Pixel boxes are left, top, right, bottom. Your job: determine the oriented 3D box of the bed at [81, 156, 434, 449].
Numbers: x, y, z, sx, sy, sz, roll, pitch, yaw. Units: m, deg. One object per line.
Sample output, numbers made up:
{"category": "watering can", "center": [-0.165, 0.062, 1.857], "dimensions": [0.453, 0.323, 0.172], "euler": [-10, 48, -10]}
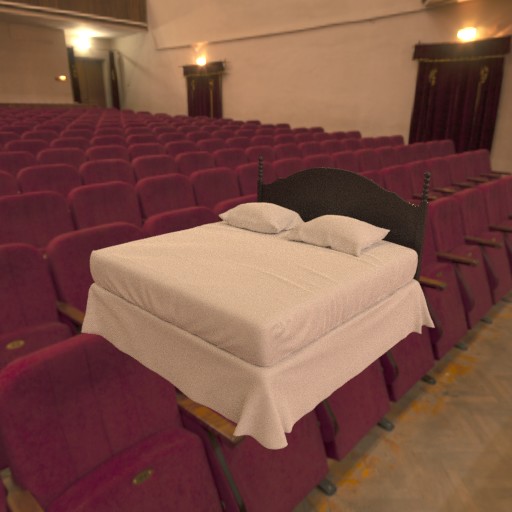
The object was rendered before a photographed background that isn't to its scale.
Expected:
{"category": "bed", "center": [0.000, 0.000, 3.697], "dimensions": [2.322, 1.355, 2.219], "euler": [16, 24, 41]}
